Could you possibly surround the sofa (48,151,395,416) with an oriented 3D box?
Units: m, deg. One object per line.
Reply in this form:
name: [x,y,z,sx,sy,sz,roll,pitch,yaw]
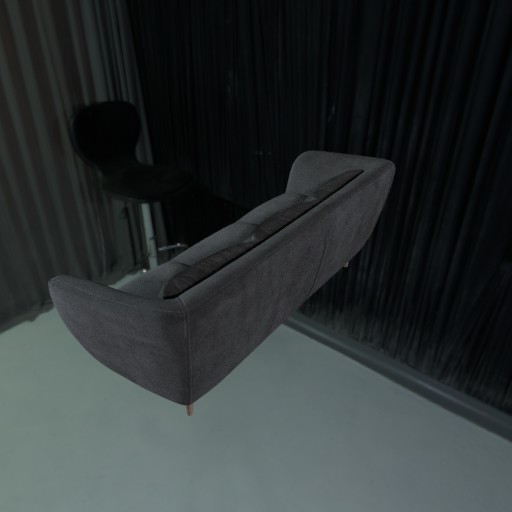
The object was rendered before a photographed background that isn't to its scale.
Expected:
sofa: [0.000,0.000,2.772,0.956,0.875,2.296,21,37,31]
